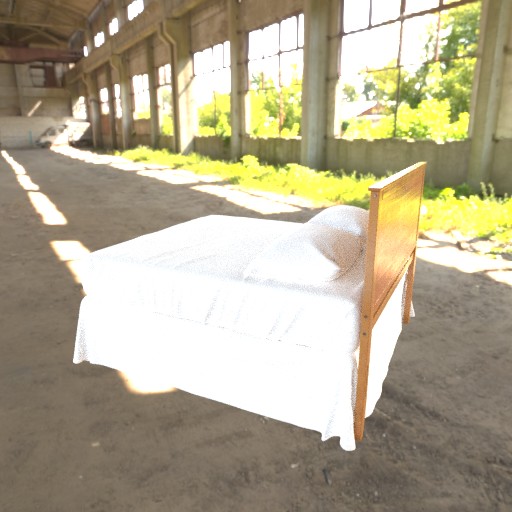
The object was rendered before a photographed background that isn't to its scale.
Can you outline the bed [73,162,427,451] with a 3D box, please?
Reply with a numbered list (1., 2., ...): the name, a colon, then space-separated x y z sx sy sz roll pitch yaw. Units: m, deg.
1. bed: 0.000 0.000 3.159 2.035 1.273 1.870 8 18 26
